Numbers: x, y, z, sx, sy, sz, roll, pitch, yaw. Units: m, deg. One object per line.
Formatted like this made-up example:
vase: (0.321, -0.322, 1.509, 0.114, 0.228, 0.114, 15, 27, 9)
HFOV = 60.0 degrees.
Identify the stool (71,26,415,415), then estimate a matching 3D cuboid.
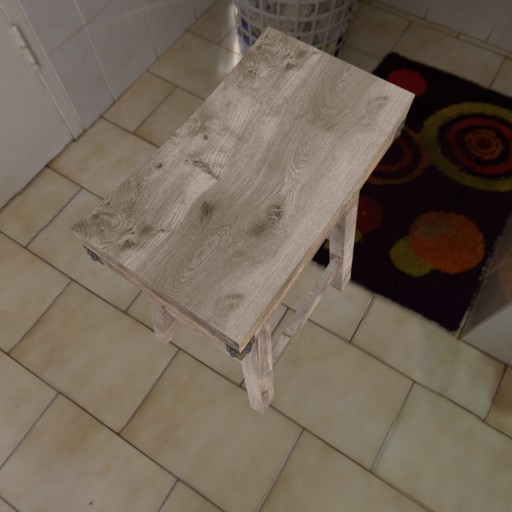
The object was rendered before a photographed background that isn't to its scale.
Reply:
stool: (0.000, 0.000, 0.878, 0.330, 0.635, 0.450, 32, 69, 14)
